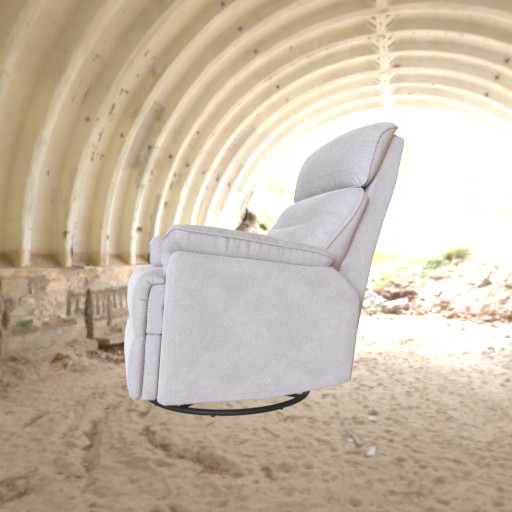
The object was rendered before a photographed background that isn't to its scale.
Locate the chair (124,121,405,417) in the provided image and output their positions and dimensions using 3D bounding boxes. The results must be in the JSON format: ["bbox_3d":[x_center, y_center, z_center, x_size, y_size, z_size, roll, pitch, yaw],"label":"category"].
[{"bbox_3d":[0.000,0.000,1.773,1.001,1.039,0.820,0,0,-17],"label":"chair"}]
